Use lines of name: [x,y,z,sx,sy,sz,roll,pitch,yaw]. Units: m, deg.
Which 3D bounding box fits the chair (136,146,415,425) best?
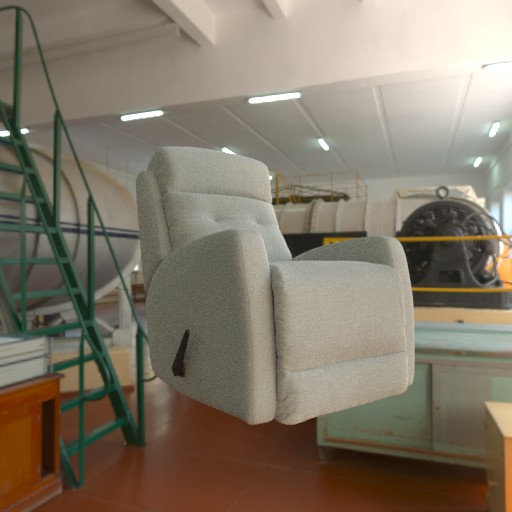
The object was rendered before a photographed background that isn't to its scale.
chair: [0.000,0.000,1.768,0.798,1.013,1.043,1,-1,-35]
